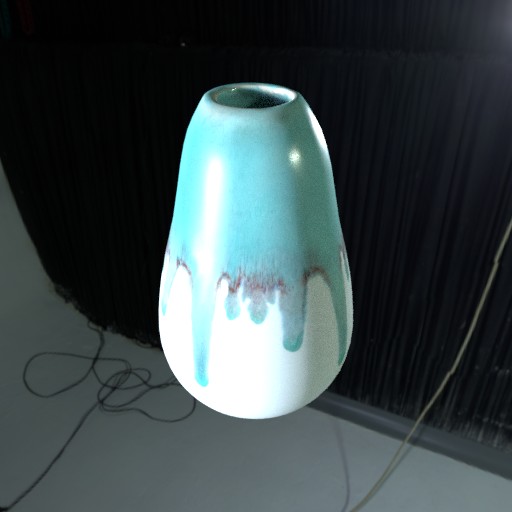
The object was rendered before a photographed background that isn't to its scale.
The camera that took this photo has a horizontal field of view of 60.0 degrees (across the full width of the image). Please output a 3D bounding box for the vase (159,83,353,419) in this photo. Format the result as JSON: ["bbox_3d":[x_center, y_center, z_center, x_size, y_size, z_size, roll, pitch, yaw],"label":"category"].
[{"bbox_3d":[0.000,0.000,0.252,0.116,0.179,0.116,0,29,0],"label":"vase"}]
